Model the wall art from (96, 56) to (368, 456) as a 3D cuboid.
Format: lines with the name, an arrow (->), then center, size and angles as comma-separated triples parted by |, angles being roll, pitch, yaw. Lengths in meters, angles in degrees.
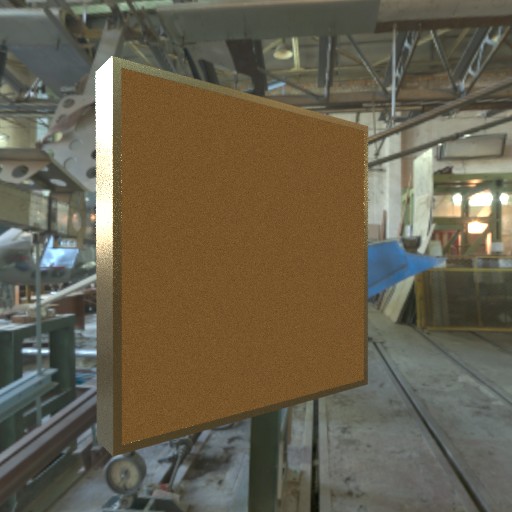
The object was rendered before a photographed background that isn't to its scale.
wall art -> 0.000, 0.000, 0.445 | 0.304, 0.304, 0.038 | 0, 0, -38
